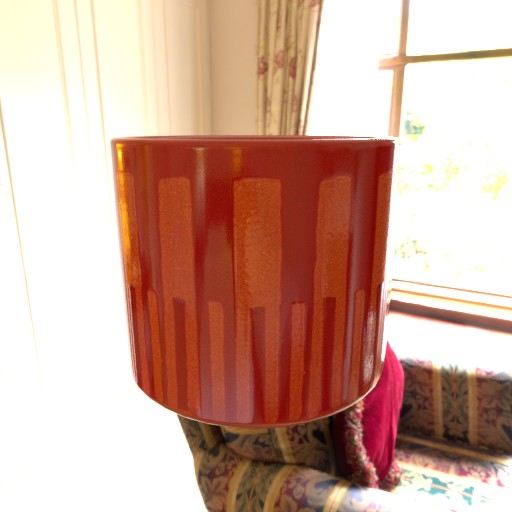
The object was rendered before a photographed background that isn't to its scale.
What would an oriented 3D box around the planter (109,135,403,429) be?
[{"bbox_3d":[0.000,0.000,0.389,0.230,0.202,0.230,0,16,0],"label":"planter"}]
